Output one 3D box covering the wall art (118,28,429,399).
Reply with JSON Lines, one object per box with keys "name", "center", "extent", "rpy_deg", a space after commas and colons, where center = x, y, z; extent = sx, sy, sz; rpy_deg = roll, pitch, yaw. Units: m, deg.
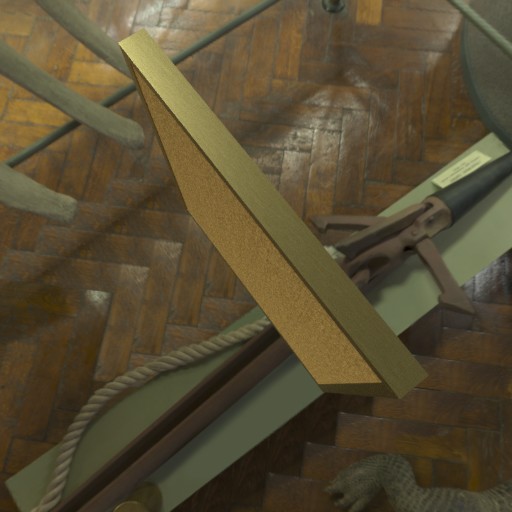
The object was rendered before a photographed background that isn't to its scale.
{"name": "wall art", "center": [0.000, 0.000, 0.725], "extent": [0.037, 0.509, 0.510], "rpy_deg": [-35, 77, -10]}
